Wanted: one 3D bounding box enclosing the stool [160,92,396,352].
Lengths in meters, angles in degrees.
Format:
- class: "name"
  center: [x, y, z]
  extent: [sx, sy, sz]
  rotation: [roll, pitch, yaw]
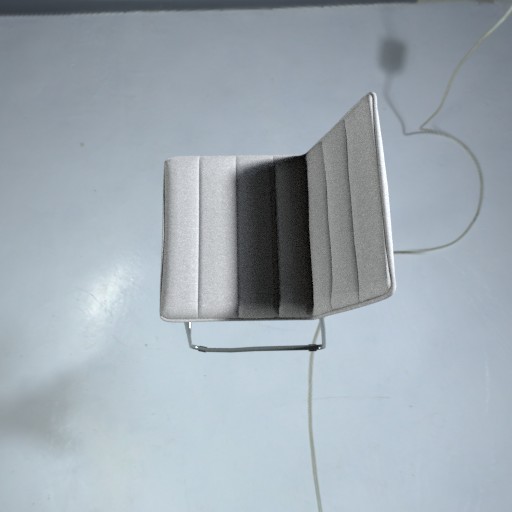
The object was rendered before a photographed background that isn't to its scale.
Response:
- class: "stool"
  center: [0.000, 0.000, 1.229]
  extent: [0.490, 0.960, 0.490]
  rotation: [-1, 76, 0]
